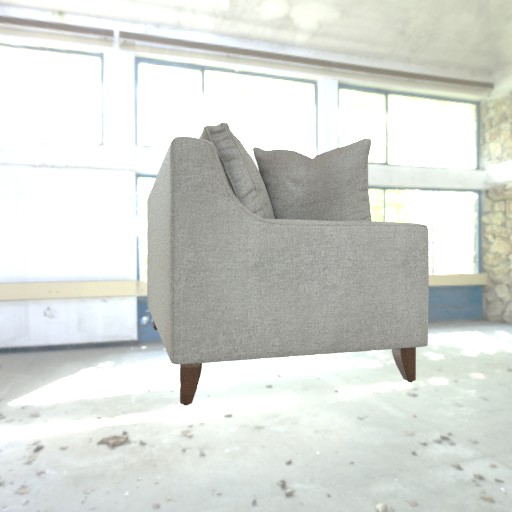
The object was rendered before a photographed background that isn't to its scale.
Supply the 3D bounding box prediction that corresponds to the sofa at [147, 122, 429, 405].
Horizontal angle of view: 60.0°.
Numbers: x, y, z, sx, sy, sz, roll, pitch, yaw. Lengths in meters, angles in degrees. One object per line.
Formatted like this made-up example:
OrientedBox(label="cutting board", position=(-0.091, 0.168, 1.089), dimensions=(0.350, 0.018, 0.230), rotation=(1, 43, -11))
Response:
OrientedBox(label="sofa", position=(0.000, 0.000, 2.048), dimensions=(0.915, 0.863, 1.422), rotation=(0, 0, -16))
